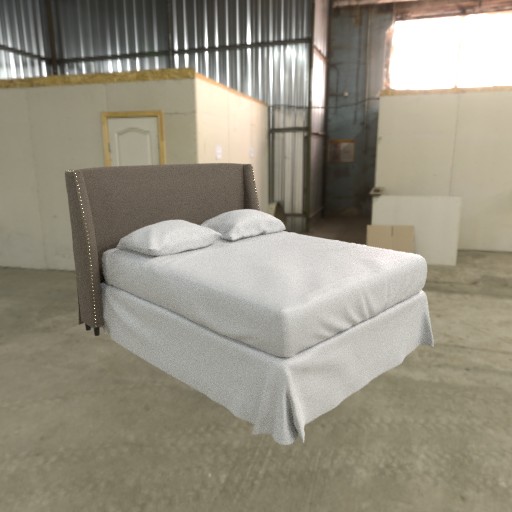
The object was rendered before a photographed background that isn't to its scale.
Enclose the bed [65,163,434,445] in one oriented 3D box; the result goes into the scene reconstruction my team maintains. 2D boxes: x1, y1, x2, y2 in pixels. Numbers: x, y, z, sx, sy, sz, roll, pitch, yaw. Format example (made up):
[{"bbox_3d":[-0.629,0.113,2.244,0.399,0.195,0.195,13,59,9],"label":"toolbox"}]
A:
[{"bbox_3d":[0.000,0.000,3.425,2.276,1.332,1.925,13,19,43],"label":"bed"}]
